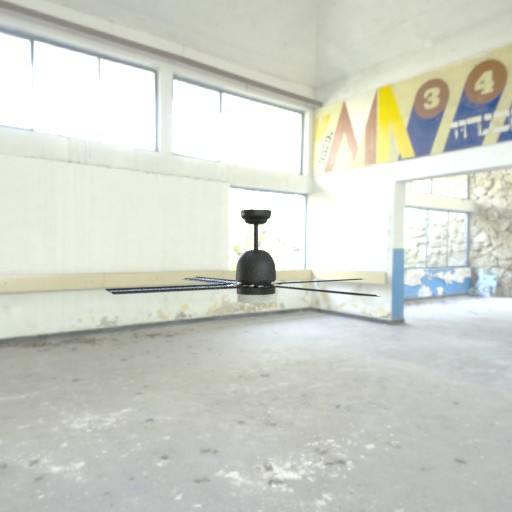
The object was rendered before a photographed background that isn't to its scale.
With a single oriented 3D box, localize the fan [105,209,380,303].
[{"bbox_3d":[0.000,0.000,2.006,1.319,0.410,1.319,0,0,-36],"label":"fan"}]
